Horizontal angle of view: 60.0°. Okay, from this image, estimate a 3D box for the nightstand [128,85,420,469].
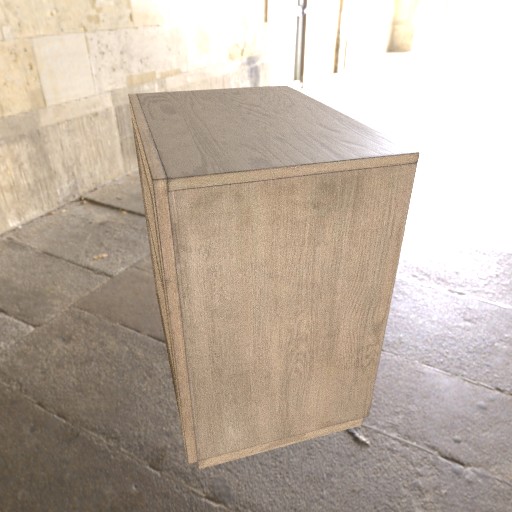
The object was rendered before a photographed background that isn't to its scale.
[{"bbox_3d":[0.000,0.000,1.084,0.483,0.673,0.612,-9,32,-14],"label":"nightstand"}]
